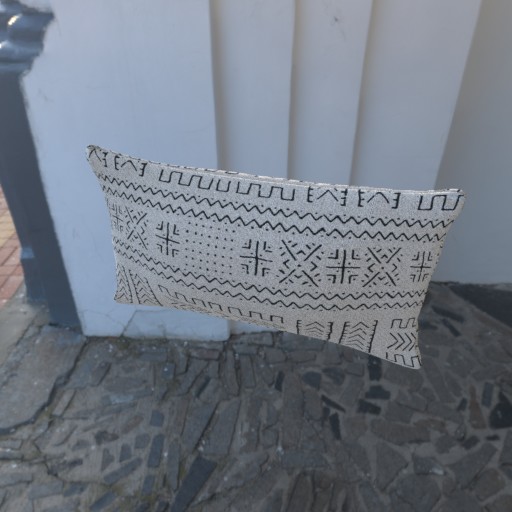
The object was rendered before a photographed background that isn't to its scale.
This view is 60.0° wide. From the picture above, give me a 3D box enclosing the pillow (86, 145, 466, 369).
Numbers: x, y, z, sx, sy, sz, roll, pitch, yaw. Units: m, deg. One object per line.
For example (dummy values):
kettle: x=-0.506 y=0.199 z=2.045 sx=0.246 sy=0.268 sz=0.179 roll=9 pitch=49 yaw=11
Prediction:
pillow: x=0.000 y=0.000 z=0.803 sx=0.637 sy=0.352 sz=0.188 roll=10 pitch=35 yaw=15
